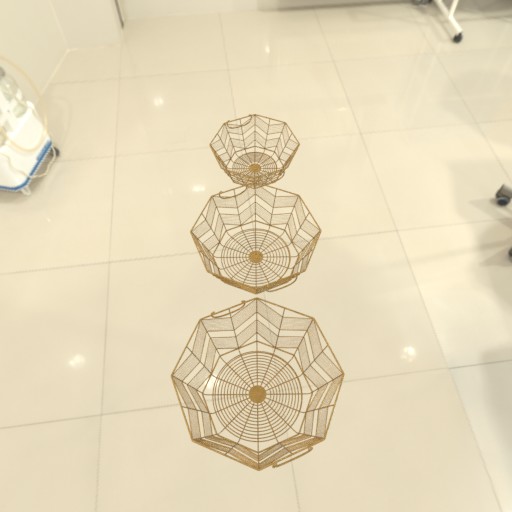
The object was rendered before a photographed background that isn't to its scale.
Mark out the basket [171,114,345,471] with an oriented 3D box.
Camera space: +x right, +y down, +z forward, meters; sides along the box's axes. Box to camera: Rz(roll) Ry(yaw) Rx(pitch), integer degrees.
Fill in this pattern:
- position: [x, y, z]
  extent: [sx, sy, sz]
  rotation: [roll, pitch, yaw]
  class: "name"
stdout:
- position: [0.000, 0.000, 1.393]
  extent: [0.432, 0.178, 1.245]
  rotation: [-1, 57, 0]
  class: "basket"
